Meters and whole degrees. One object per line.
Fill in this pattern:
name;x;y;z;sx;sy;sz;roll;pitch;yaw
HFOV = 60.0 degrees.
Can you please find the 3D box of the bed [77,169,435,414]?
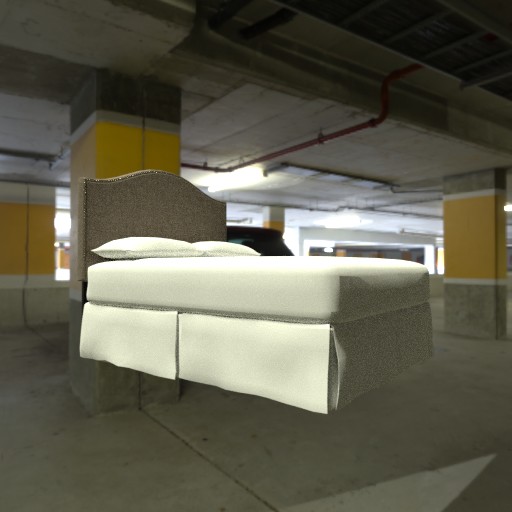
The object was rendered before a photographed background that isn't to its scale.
bed;0.000;0.000;3.280;2.153;1.518;1.713;-1;-1;37
